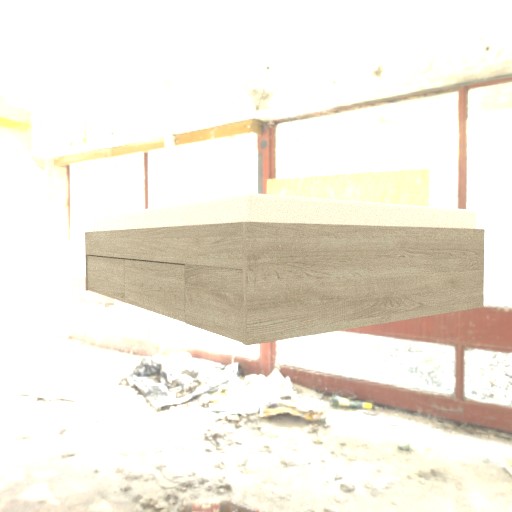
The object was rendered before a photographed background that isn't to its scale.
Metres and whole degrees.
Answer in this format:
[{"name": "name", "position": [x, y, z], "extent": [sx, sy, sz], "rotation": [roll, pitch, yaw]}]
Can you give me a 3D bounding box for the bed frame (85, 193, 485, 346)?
[{"name": "bed frame", "position": [0.000, 0.000, 2.611], "extent": [1.448, 0.490, 1.944], "rotation": [-1, 2, -35]}]
